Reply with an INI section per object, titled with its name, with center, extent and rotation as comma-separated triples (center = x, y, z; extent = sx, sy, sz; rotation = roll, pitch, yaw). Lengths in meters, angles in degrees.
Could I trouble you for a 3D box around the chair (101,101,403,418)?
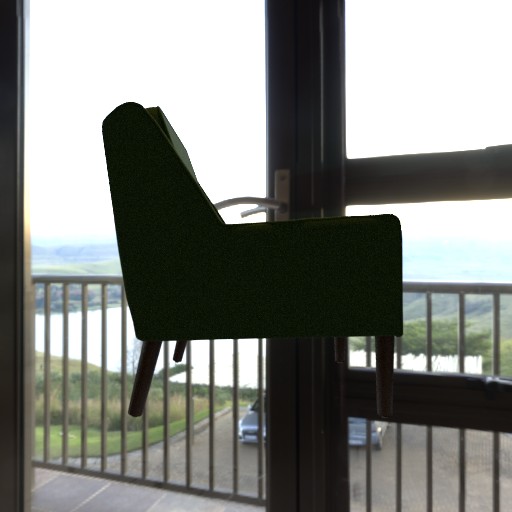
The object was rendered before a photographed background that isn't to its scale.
[chair]
center = 0.000, 0.000, 1.371
extent = 0.743, 0.792, 0.663
rotation = 0, -1, 0
